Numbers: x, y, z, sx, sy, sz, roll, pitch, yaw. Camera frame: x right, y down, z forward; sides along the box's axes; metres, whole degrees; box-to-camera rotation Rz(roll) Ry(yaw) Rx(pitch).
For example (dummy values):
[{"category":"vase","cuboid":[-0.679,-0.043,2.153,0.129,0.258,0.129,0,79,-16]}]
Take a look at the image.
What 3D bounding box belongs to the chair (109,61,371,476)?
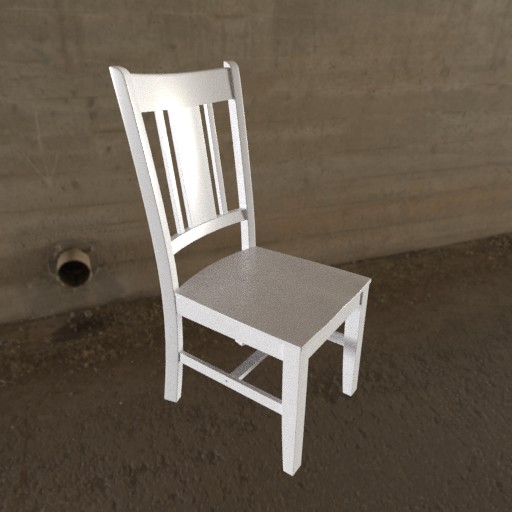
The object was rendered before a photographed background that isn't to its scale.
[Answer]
[{"category":"chair","cuboid":[0.000,0.000,1.262,0.555,0.998,0.450,17,30,32]}]
